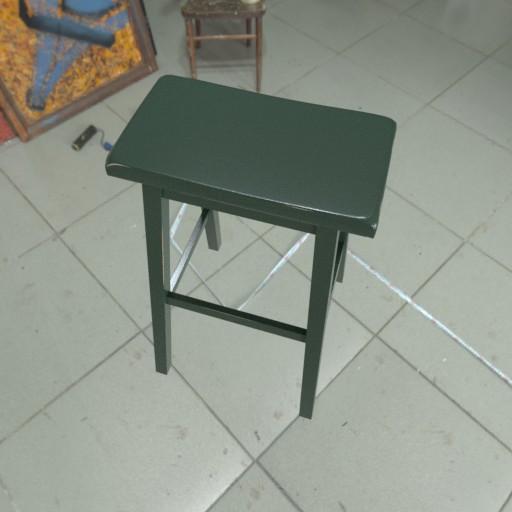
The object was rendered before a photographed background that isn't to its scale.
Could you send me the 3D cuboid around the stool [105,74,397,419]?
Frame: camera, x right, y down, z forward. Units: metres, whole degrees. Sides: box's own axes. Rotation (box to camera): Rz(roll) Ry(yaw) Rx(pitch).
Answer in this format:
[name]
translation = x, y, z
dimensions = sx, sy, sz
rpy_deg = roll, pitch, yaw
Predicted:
[stool]
translation = 0.000, 0.000, 1.050
dimensions = 0.457, 0.737, 0.476
rpy_deg = 14, 59, 9
